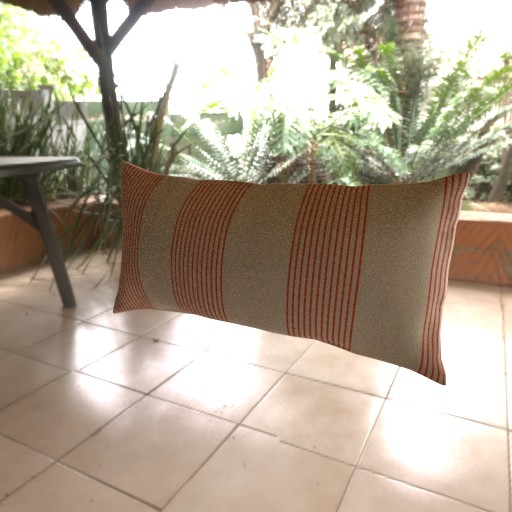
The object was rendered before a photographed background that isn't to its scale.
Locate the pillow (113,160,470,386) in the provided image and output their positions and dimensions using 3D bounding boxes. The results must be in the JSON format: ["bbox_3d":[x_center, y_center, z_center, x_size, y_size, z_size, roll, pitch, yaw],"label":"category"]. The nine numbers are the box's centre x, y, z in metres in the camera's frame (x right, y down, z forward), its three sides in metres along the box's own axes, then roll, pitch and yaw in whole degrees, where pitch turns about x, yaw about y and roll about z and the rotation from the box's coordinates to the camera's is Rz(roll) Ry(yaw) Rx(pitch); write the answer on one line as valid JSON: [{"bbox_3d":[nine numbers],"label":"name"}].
[{"bbox_3d":[0.000,0.000,0.724,0.608,0.292,0.156,7,16,26],"label":"pillow"}]
